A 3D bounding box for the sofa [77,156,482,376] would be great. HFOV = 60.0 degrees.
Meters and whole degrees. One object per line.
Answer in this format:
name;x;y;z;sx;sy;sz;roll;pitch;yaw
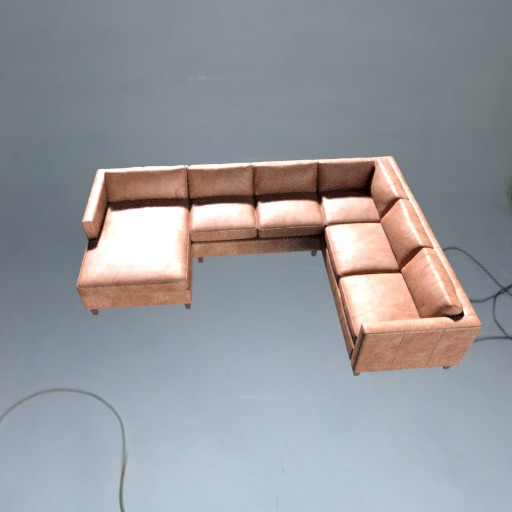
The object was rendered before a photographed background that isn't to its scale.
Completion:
sofa;0.000;0.000;4.450;3.401;0.832;2.430;-3;46;-3
